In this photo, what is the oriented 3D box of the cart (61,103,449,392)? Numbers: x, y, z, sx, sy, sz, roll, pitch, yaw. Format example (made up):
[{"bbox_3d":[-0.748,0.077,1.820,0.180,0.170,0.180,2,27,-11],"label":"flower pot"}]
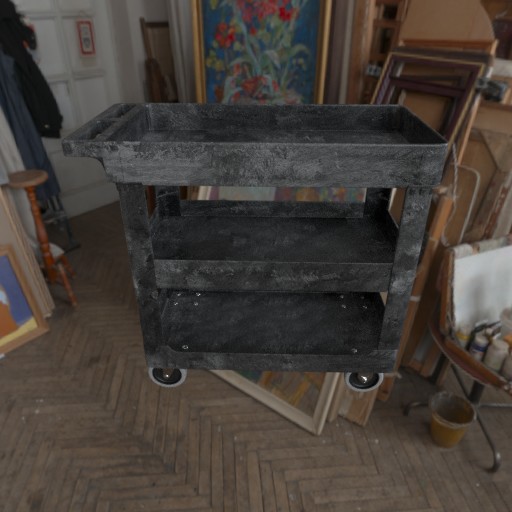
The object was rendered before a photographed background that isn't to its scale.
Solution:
[{"bbox_3d":[0.000,0.000,1.368,0.877,0.824,0.420,1,30,1],"label":"cart"}]
